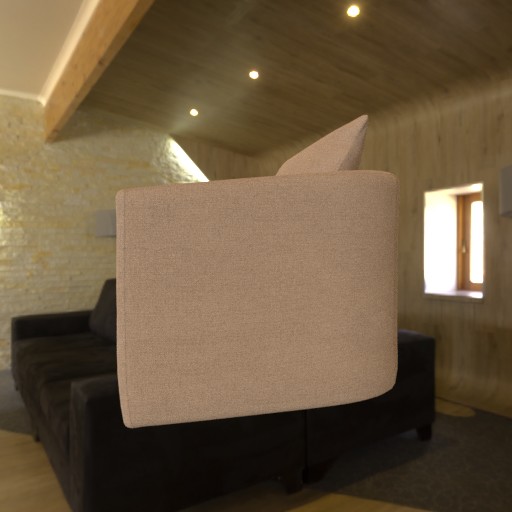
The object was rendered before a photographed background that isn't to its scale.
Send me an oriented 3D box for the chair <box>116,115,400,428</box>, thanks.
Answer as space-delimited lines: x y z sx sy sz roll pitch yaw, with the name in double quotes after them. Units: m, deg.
0.000 0.000 1.513 0.910 0.848 0.845 0 0 -17 "chair"
